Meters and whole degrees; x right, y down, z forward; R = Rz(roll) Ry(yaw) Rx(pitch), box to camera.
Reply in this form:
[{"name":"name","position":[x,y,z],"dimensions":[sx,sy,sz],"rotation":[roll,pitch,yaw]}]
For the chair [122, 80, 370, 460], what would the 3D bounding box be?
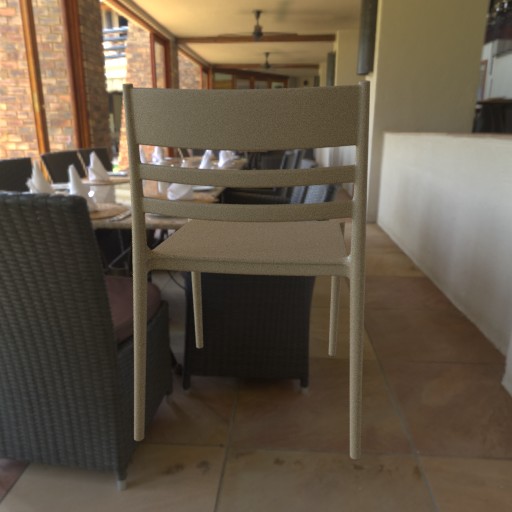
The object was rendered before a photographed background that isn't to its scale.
[{"name":"chair","position":[0.000,0.000,1.142],"dimensions":[0.531,0.800,0.511],"rotation":[2,16,7]}]
